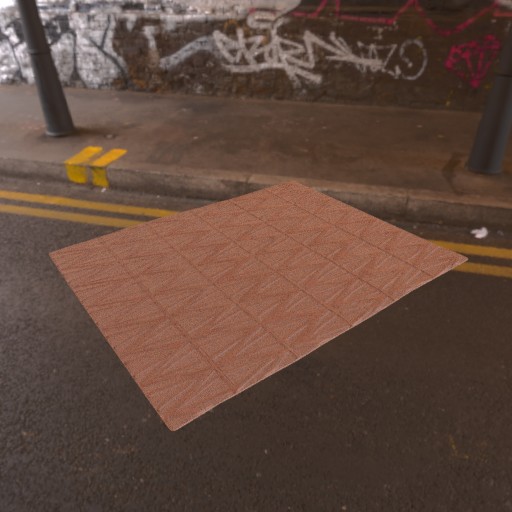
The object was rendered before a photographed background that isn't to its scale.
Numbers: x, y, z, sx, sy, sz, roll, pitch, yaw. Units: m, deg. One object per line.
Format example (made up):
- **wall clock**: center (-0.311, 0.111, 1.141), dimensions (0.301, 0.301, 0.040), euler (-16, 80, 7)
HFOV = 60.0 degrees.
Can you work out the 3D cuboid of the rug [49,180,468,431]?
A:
- **rug**: center (0.000, 0.000, 4.110), dimensions (3.052, 0.043, 2.453), euler (-22, 37, -31)
